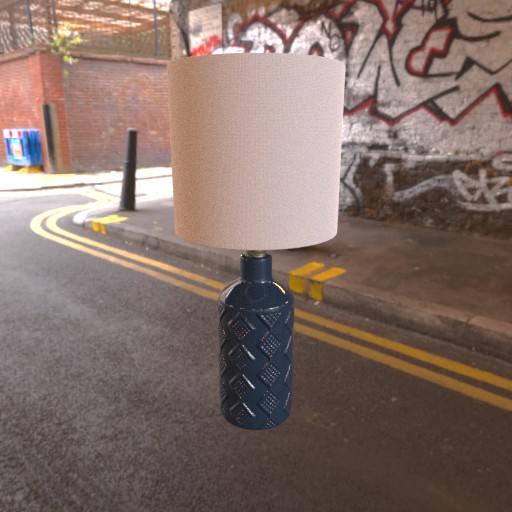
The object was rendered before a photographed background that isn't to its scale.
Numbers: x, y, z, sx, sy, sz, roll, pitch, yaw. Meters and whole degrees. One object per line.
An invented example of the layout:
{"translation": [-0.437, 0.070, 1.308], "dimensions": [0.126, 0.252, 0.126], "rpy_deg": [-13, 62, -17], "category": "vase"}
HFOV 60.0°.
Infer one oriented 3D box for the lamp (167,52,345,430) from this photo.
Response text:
{"translation": [0.000, 0.000, 0.584], "dimensions": [0.207, 0.461, 0.207], "rpy_deg": [-2, 16, -8], "category": "lamp"}
